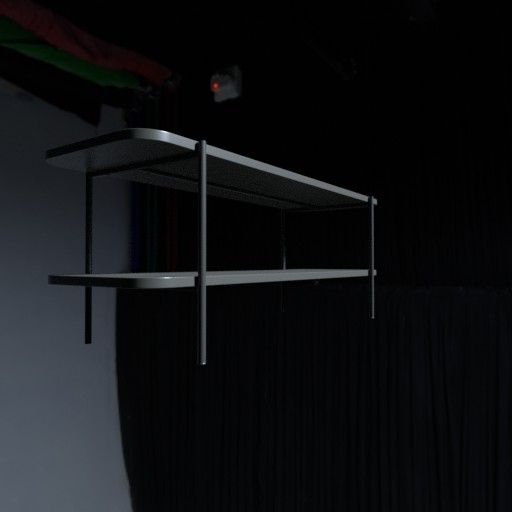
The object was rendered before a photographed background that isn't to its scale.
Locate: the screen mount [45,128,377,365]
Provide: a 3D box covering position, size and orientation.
[{"bbox_3d":[0.000,0.000,1.371,0.400,0.447,1.200,-1,-1,36],"label":"screen mount"}]
